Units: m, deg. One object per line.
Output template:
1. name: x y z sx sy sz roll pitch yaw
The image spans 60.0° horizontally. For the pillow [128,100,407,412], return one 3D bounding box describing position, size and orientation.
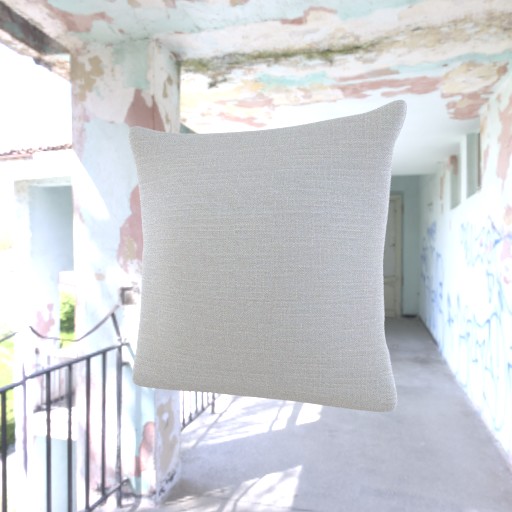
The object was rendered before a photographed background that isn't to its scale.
1. pillow: 0.000 0.000 0.704 0.451 0.449 0.191 0 1 17
